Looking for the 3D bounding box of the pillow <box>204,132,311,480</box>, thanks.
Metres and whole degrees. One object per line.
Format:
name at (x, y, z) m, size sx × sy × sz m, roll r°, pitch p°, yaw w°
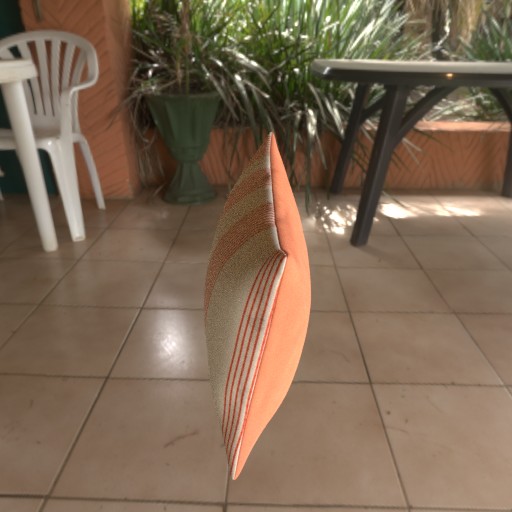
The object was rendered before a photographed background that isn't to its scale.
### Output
pillow at (0.000, 0.000, 0.725) m, size 0.156 × 0.292 × 0.608 m, roll 0°, pitch 26°, yaw 0°
